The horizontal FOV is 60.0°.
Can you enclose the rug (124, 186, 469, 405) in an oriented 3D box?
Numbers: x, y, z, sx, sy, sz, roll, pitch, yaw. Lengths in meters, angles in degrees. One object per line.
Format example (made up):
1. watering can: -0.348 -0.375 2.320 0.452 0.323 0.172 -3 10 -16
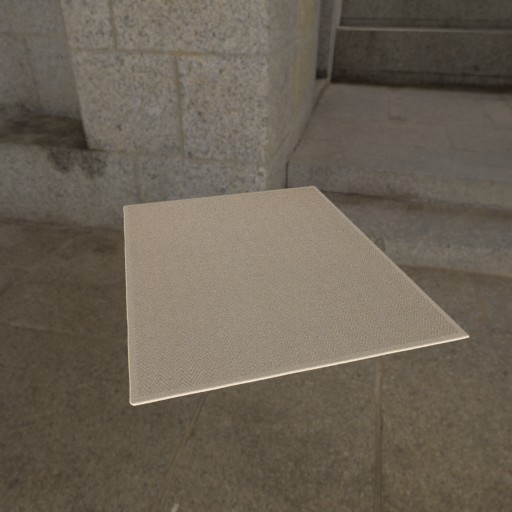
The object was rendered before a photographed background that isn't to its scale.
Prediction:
1. rug: 0.000 0.000 4.222 2.407 0.020 3.051 -8 31 -13
